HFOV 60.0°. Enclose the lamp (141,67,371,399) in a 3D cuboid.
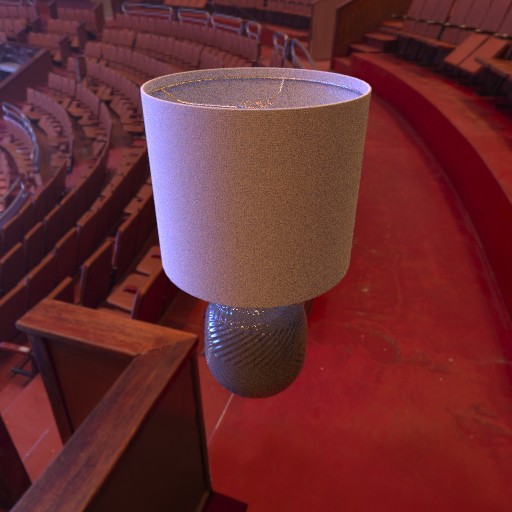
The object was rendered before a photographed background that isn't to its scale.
[{"bbox_3d":[0.000,0.000,0.499,0.207,0.366,0.207,10,32,16],"label":"lamp"}]
